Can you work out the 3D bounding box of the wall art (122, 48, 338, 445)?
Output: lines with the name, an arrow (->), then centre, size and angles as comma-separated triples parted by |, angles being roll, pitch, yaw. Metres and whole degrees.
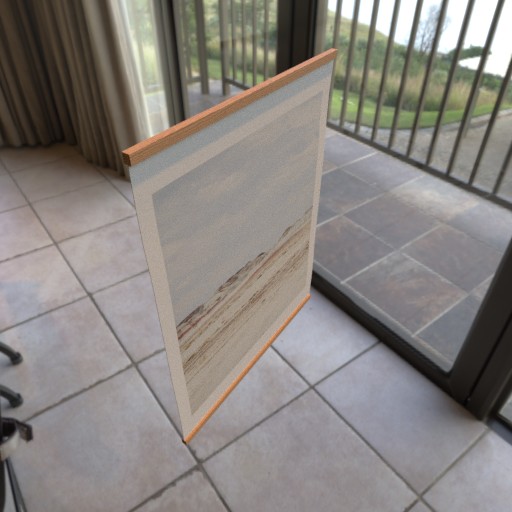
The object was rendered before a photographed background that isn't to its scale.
wall art -> 0.000, 0.000, 0.678 | 0.010, 0.507, 0.404 | 24, 45, 26
